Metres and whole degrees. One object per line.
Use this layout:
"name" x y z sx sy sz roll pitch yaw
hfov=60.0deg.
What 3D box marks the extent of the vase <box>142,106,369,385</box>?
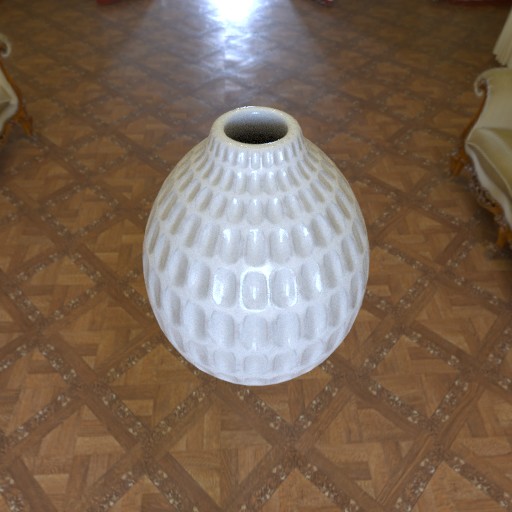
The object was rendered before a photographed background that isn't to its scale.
"vase" 0.000 0.000 0.256 0.128 0.167 0.128 0 46 0
